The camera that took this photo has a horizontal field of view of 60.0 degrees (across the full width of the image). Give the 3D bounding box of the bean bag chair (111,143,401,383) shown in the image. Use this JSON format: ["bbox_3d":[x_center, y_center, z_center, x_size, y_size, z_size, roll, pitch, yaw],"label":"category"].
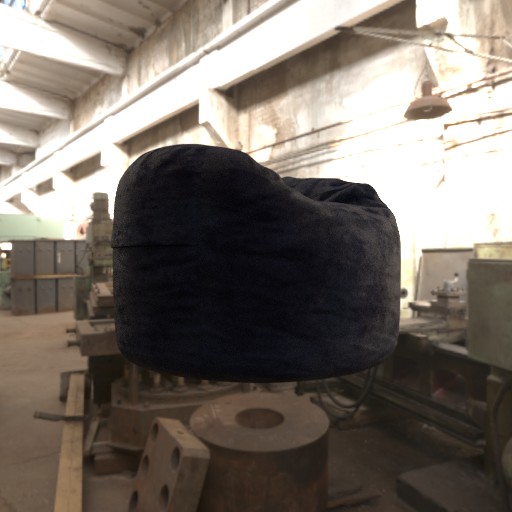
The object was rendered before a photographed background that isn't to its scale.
[{"bbox_3d":[0.000,0.000,1.470,0.918,0.616,0.918,0,0,0],"label":"bean bag chair"}]
